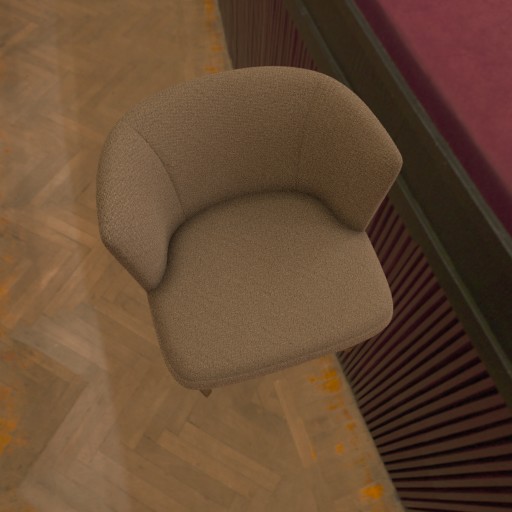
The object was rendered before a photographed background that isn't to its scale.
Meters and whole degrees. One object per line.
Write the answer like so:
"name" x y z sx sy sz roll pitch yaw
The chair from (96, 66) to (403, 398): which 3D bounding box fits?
"chair" 0.000 0.000 1.276 0.700 0.760 0.660 -16 64 -8
